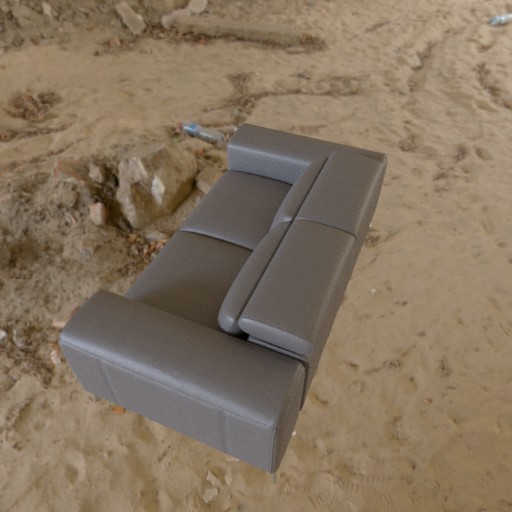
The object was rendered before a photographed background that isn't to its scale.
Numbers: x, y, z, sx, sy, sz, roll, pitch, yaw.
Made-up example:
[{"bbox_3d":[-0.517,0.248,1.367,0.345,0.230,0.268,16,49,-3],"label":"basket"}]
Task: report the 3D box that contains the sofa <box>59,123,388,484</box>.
[{"bbox_3d":[0.000,0.000,2.450,1.024,0.753,1.930,17,48,16],"label":"sofa"}]
